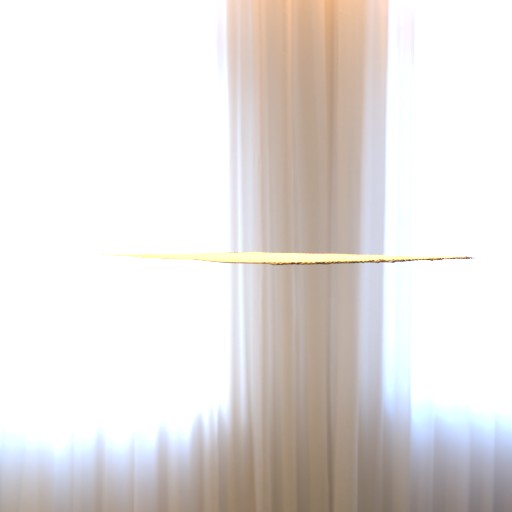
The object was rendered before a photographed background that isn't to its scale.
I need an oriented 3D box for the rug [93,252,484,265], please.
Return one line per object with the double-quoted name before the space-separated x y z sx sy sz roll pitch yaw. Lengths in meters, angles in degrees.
"rug" 0.000 0.000 2.401 1.218 0.017 1.861 -1 2 -36
